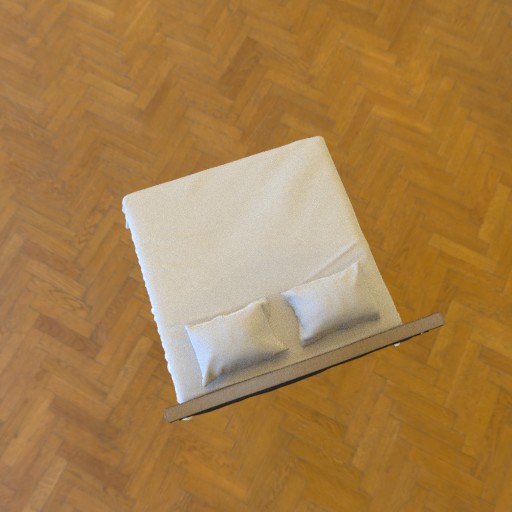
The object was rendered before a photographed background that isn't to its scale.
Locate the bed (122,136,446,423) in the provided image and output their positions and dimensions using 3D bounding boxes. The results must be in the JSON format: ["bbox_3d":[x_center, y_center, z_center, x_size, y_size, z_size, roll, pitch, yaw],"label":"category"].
[{"bbox_3d":[0.000,0.000,3.780,2.311,1.651,2.222,-18,75,-5],"label":"bed"}]
